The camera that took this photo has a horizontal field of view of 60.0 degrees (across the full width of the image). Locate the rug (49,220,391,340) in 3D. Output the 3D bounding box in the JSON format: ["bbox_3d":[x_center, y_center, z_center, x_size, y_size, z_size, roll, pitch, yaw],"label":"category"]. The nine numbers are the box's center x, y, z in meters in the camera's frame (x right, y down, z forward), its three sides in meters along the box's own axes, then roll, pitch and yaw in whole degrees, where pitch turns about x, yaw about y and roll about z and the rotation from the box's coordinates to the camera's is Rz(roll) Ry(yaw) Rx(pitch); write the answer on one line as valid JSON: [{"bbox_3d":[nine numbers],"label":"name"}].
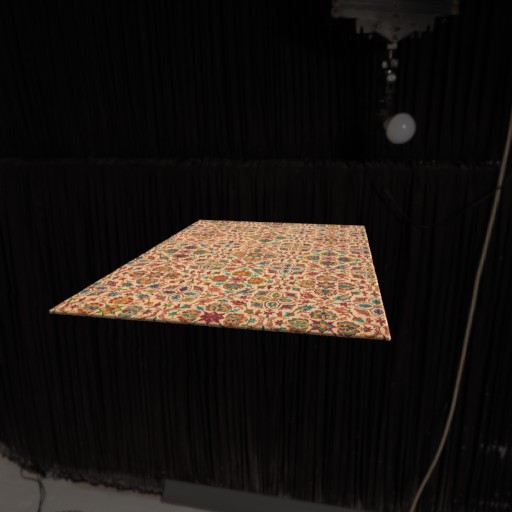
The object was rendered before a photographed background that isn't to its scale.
[{"bbox_3d":[0.000,0.000,3.014,1.541,0.018,2.297,3,16,10],"label":"rug"}]
